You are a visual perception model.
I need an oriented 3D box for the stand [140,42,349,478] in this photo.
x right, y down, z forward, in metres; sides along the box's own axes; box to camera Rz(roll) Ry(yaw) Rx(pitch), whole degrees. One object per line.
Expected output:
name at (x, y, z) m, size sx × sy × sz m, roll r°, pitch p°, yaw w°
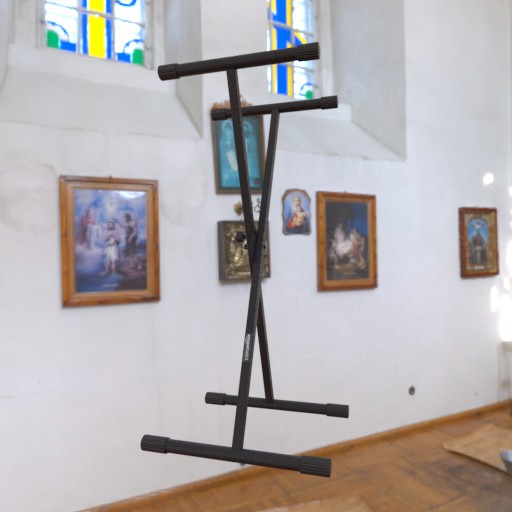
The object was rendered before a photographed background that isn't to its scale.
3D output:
stand at (0.000, 0.000, 1.187) m, size 0.449 × 0.940 × 0.409 m, roll 0°, pitch -1°, yaw 18°
